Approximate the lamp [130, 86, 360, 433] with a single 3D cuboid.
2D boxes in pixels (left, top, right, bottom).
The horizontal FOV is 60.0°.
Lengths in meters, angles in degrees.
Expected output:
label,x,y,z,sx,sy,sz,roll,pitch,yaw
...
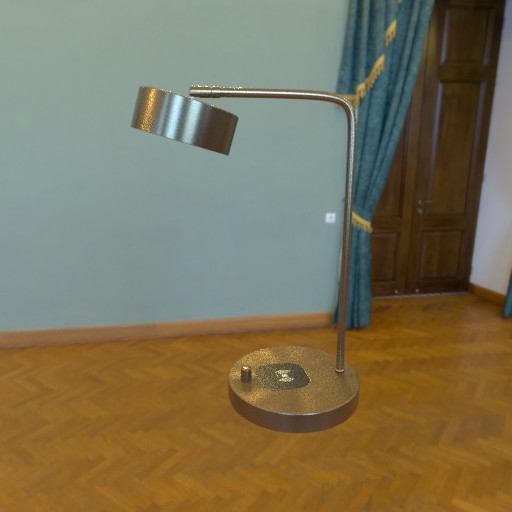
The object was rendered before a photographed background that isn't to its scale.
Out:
label,x,y,z,sx,sy,sz,roll,pitch,yaw
lamp,0.000,0.000,0.531,0.270,0.380,0.171,-3,15,-10
